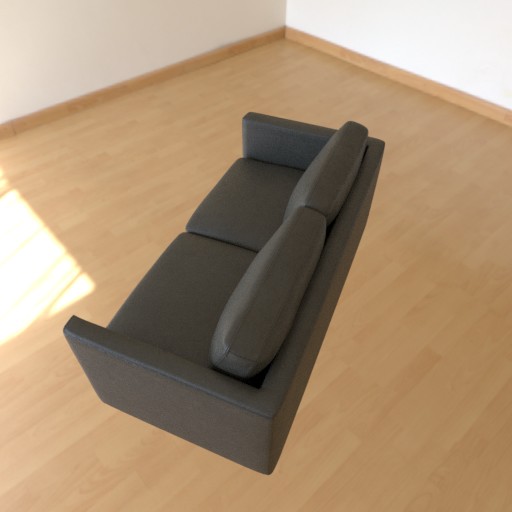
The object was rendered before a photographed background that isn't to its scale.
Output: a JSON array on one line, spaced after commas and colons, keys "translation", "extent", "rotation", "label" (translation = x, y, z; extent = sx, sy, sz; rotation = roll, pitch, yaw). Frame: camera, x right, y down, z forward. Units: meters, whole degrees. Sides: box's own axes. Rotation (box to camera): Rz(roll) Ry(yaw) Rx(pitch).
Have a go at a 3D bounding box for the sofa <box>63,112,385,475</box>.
[{"translation": [0.000, 0.000, 2.425], "extent": [0.951, 0.933, 1.883], "rotation": [17, 49, 15], "label": "sofa"}]
